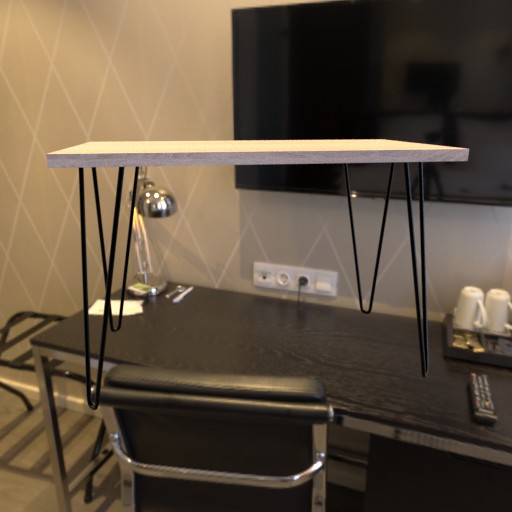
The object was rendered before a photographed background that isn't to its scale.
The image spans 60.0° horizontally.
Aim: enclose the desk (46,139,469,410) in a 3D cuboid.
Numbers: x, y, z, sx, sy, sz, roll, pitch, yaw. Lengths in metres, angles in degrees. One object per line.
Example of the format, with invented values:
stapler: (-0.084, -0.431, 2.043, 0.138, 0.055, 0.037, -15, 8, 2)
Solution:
desk: (0.000, 0.000, 1.356, 0.991, 0.660, 0.499, -3, 18, -9)
